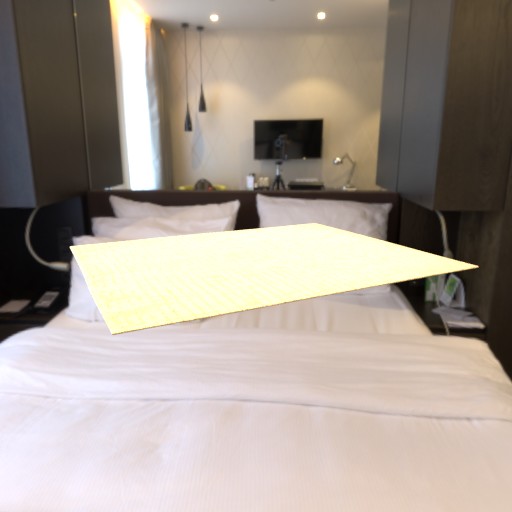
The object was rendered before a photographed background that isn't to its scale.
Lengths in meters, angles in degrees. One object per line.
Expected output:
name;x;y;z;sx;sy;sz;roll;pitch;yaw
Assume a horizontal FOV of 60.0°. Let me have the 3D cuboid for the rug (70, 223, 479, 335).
rug;0.000;0.000;4.178;3.061;0.014;2.447;-7;16;-26
